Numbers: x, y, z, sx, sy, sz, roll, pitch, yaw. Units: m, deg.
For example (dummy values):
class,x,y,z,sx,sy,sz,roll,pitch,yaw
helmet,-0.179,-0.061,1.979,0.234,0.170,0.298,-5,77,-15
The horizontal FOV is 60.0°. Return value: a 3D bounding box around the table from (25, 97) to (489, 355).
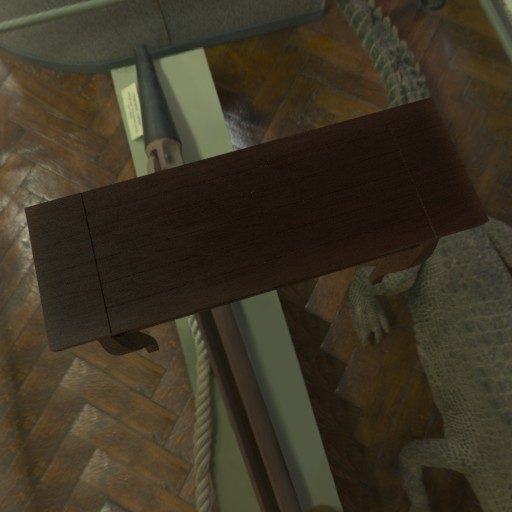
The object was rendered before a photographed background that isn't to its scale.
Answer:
class,x,y,z,sx,sy,sz,roll,pitch,yaw
table,0.000,0.000,1.438,1.062,0.768,0.373,-16,75,-4
